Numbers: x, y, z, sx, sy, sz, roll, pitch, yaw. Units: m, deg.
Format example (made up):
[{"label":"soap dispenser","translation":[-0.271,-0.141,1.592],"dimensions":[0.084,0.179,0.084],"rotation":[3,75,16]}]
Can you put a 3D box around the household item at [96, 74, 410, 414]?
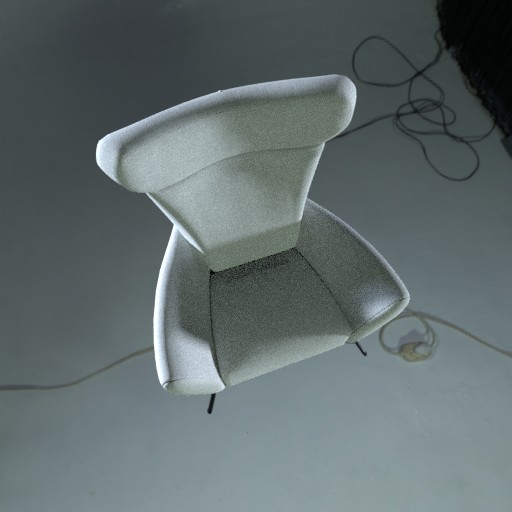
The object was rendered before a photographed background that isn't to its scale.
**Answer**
[{"label":"household item","translation":[0.000,0.000,1.811],"dimensions":[0.980,1.050,0.900],"rotation":[-18,65,-9]}]
